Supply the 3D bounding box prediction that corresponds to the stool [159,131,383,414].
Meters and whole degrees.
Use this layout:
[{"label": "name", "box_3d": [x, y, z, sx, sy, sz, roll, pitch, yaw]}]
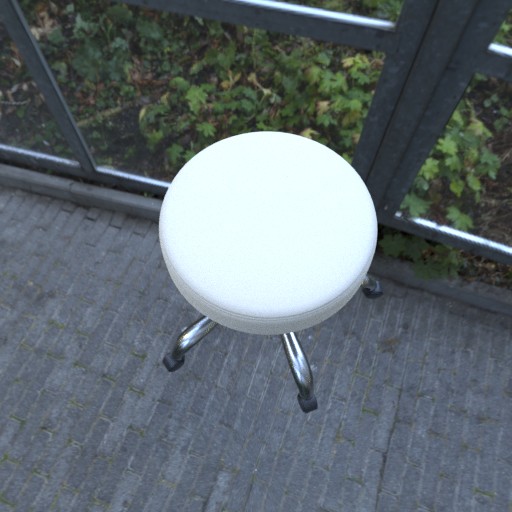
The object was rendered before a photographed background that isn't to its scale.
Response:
[{"label": "stool", "box_3d": [0.000, 0.000, 1.055, 0.614, 0.482, 0.634, 31, 68, 14]}]
